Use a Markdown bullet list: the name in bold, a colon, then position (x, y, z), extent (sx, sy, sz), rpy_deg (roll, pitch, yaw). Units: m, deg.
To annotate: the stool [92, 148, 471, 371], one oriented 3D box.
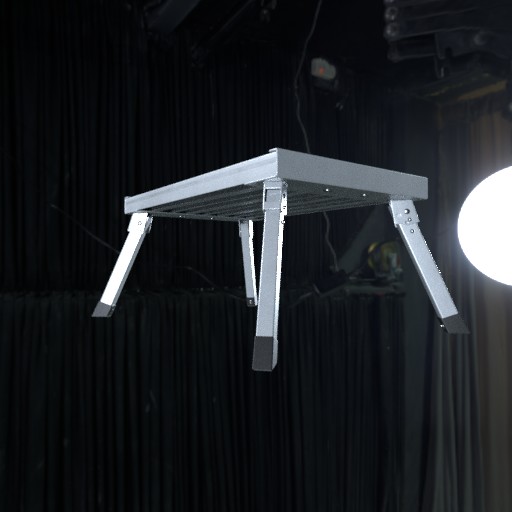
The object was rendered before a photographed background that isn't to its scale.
- **stool**: position (0.000, 0.000, 0.738), extent (0.385, 0.225, 0.535), rpy_deg (1, -1, -37)
